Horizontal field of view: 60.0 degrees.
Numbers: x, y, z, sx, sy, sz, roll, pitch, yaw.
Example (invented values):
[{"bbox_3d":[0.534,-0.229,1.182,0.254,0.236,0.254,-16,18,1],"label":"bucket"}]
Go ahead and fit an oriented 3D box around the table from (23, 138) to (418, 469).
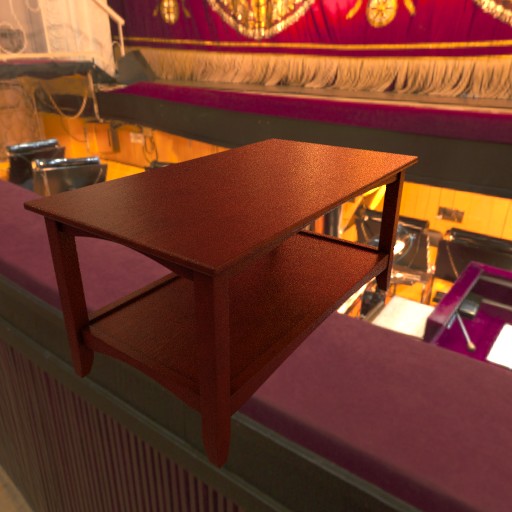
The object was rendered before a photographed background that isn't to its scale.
[{"bbox_3d":[0.000,0.000,1.234,0.533,0.456,0.943,17,30,32],"label":"table"}]
